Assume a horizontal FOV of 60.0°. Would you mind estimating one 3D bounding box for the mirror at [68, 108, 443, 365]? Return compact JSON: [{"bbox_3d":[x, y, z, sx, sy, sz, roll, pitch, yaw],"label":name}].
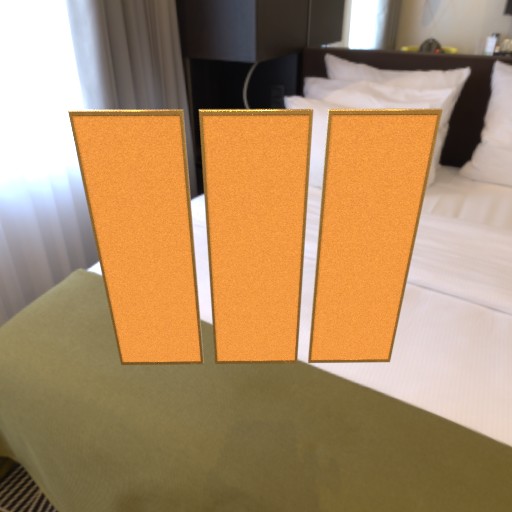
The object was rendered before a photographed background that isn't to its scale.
[{"bbox_3d":[0.000,0.000,1.440,1.011,0.926,0.023,0,31,-1],"label":"mirror"}]
